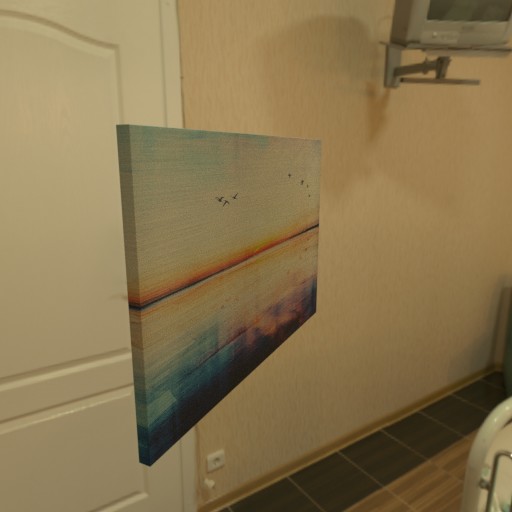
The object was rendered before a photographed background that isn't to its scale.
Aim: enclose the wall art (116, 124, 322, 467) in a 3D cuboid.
[{"bbox_3d":[0.000,0.000,0.761,0.018,0.402,0.604,7,15,26],"label":"wall art"}]
